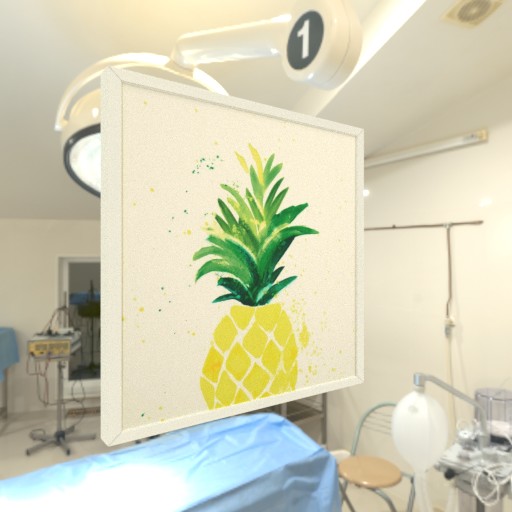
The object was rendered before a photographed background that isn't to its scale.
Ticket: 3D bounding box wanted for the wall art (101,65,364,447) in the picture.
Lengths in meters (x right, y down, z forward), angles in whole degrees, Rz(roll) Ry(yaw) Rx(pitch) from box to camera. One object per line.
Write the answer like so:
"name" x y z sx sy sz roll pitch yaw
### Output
"wall art" 0.000 0.000 0.454 0.307 0.307 0.020 0 0 -36
